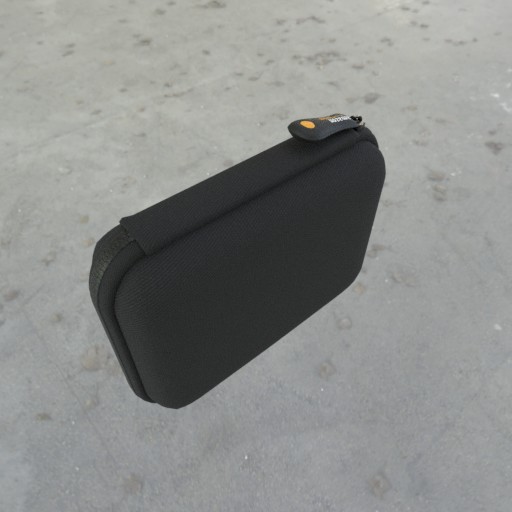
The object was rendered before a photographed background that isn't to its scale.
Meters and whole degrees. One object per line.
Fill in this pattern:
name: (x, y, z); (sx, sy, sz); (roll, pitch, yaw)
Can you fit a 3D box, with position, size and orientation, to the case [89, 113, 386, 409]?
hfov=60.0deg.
case: (0.000, 0.000, 0.184); (0.132, 0.105, 0.038); (-31, 54, -26)
